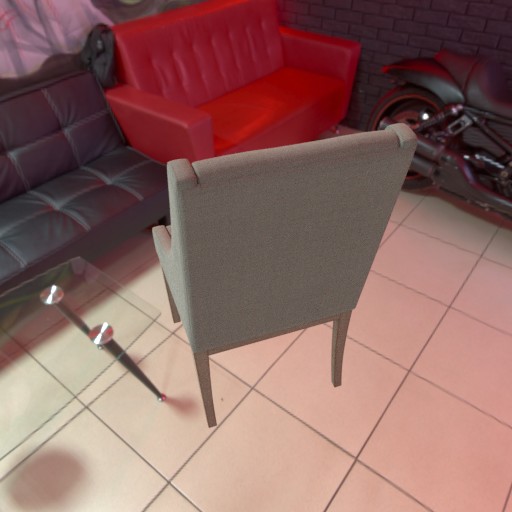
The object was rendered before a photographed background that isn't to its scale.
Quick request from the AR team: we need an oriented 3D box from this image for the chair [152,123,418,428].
[{"bbox_3d":[0.000,0.000,1.409,0.575,1.021,0.611,-13,42,-14],"label":"chair"}]
